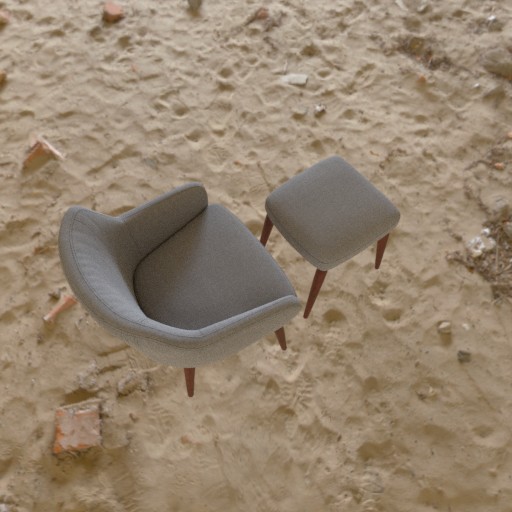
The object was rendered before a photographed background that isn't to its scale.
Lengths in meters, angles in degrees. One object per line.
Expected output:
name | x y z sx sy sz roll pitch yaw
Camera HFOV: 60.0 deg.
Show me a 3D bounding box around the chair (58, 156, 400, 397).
chair | 0.000 0.000 1.567 1.107 0.799 0.584 -32 64 -17
